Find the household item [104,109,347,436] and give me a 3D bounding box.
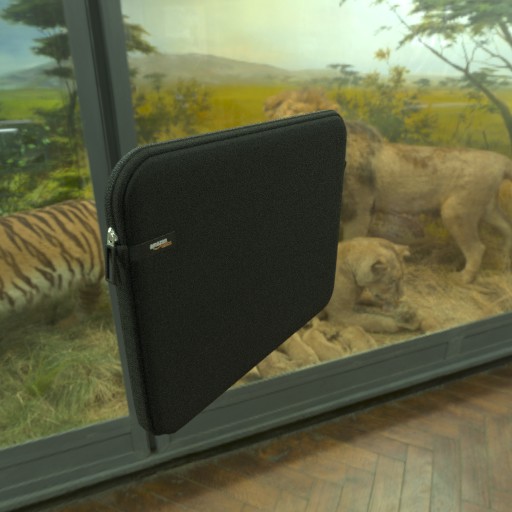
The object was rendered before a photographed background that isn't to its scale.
[{"bbox_3d":[0.000,0.000,0.527,0.030,0.305,0.396,18,30,34],"label":"household item"}]
